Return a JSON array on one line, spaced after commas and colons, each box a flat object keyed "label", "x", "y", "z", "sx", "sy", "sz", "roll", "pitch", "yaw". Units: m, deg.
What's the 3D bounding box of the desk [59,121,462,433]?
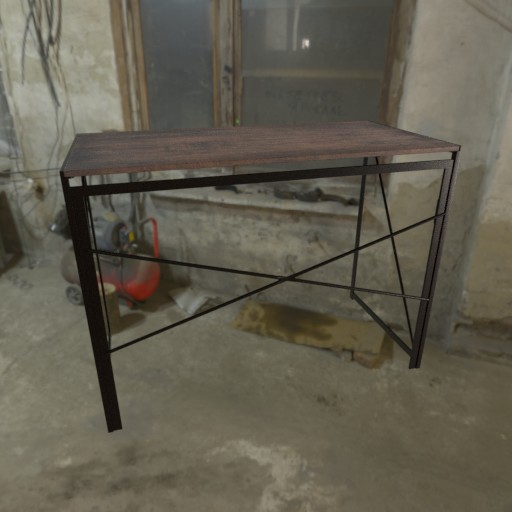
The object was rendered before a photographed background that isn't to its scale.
[{"label": "desk", "x": 0.000, "y": 0.000, "z": 1.444, "sx": 1.015, "sy": 0.747, "sz": 0.505, "roll": -7, "pitch": 26, "yaw": -15}]
